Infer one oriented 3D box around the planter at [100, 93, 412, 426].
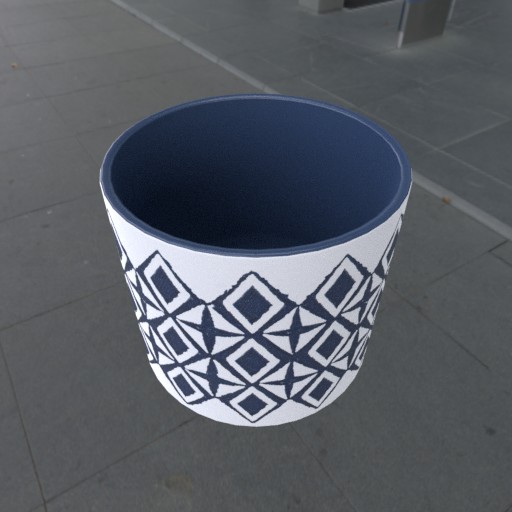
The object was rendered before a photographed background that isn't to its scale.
[{"bbox_3d":[0.000,0.000,0.393,0.224,0.203,0.224,0,42,0],"label":"planter"}]
